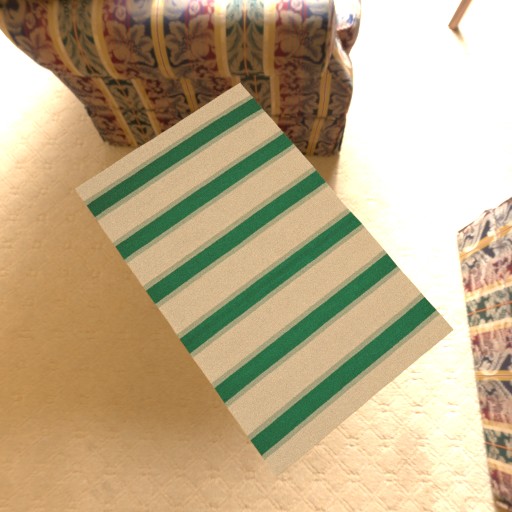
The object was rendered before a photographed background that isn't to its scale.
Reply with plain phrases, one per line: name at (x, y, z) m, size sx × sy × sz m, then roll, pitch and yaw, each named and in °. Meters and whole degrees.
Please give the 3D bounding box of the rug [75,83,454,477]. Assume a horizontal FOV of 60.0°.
rug at (0.000, 0.000, 3.134) m, size 1.521 × 0.015 × 2.436 m, roll -36°, pitch 77°, yaw -9°
